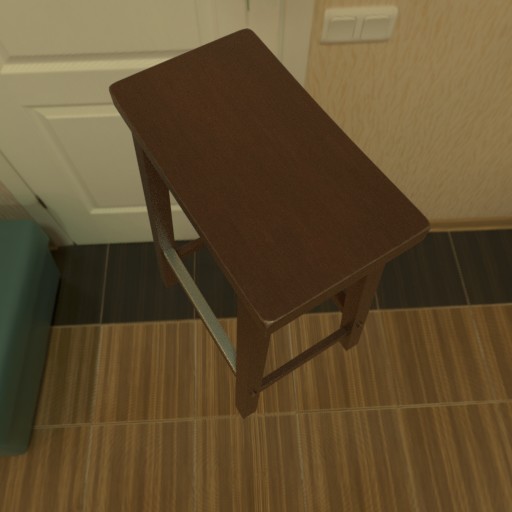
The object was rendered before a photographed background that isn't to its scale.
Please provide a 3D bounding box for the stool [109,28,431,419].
[{"bbox_3d":[0.000,0.000,0.831,0.322,0.610,0.406,-29,67,-14],"label":"stool"}]
